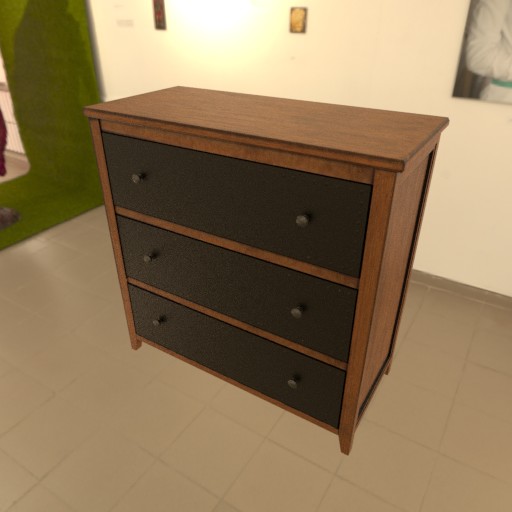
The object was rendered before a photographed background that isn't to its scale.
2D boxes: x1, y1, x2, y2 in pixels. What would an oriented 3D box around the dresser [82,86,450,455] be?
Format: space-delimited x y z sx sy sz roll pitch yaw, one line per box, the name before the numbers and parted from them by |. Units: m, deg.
dresser | 0.000 0.000 1.941 1.250 1.224 0.591 17 34 27
